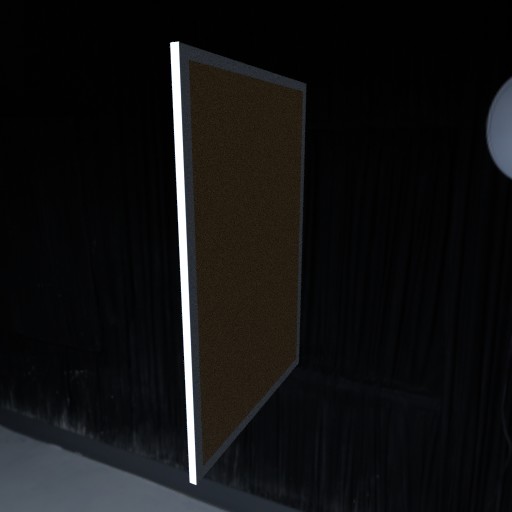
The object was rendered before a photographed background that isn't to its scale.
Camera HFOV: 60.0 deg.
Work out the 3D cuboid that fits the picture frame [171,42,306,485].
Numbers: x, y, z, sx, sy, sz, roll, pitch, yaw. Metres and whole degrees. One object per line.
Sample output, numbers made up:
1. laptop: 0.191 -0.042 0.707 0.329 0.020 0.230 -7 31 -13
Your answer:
1. picture frame: 0.000 0.000 0.835 0.013 0.657 0.457 7 16 26
